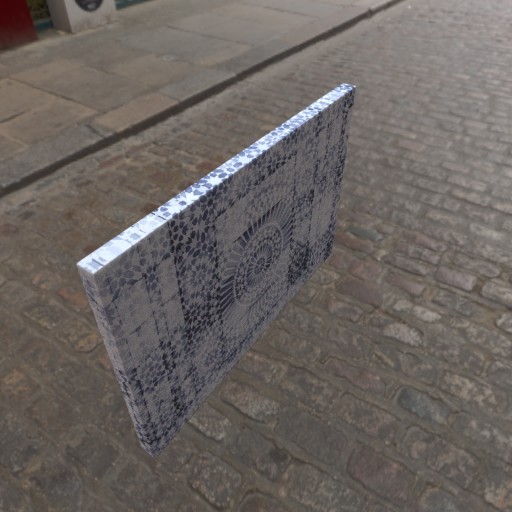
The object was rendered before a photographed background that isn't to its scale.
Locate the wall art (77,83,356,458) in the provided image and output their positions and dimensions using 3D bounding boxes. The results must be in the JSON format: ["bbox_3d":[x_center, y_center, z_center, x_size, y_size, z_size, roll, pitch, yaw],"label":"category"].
[{"bbox_3d":[0.000,0.000,0.764,0.030,0.406,0.608,24,47,25],"label":"wall art"}]
